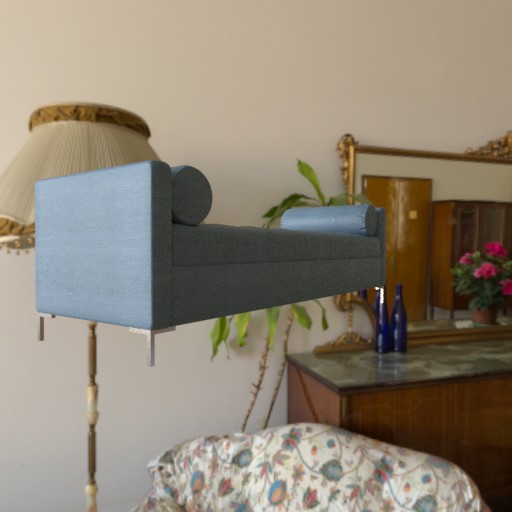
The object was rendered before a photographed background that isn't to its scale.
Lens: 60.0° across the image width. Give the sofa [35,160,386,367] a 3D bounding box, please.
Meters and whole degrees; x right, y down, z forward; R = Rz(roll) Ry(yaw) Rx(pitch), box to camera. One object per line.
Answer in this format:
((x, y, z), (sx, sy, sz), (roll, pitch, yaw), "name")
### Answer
((0.000, 0.000, 2.311), (0.686, 0.635, 1.981), (1, 1, 36), "sofa")
